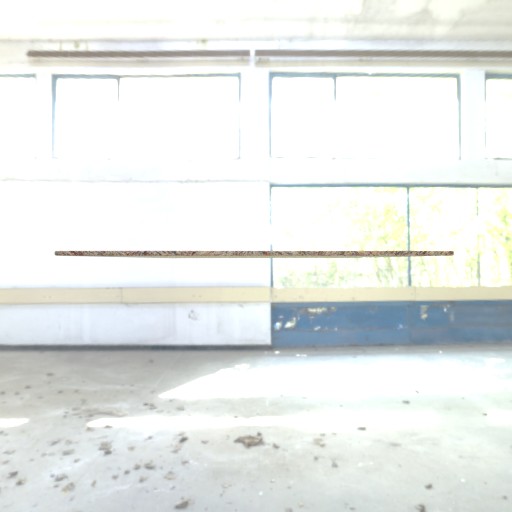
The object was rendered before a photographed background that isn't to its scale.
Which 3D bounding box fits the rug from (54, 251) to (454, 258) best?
[{"bbox_3d":[0.000,0.000,2.826,1.523,0.019,2.285,0,-1,0],"label":"rug"}]
